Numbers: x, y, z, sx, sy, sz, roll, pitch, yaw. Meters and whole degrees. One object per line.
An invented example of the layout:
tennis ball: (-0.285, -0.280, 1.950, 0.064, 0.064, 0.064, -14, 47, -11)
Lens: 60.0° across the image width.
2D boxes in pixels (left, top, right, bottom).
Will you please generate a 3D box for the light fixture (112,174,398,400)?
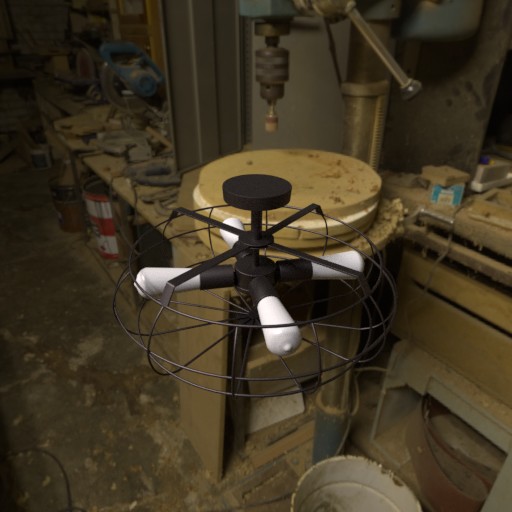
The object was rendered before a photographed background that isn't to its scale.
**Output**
light fixture: (0.000, 0.000, 0.913, 0.582, 0.311, 0.582, 0, 29, 0)
